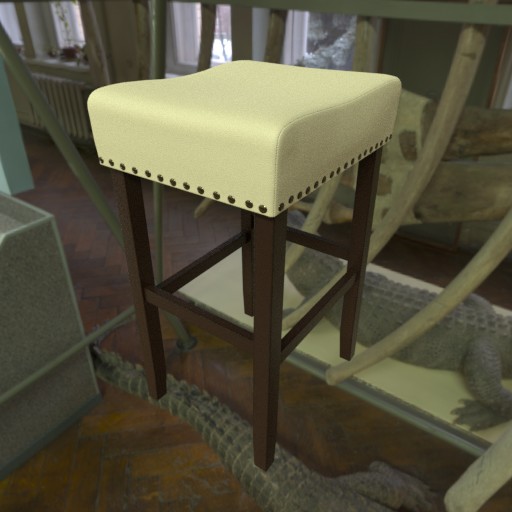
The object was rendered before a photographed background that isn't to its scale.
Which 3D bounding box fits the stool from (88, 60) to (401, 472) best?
[{"bbox_3d":[0.000,0.000,1.016,0.401,0.762,0.471,20,37,30],"label":"stool"}]
